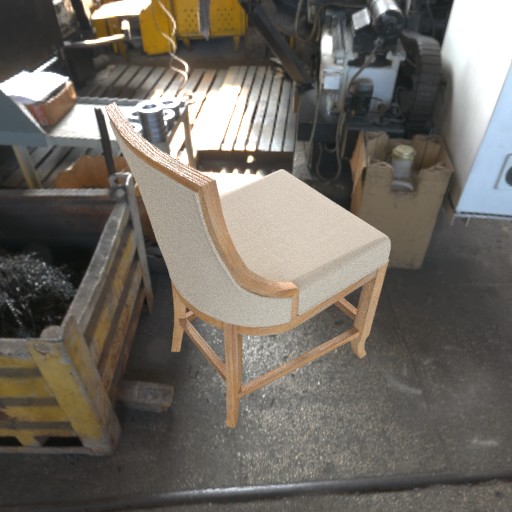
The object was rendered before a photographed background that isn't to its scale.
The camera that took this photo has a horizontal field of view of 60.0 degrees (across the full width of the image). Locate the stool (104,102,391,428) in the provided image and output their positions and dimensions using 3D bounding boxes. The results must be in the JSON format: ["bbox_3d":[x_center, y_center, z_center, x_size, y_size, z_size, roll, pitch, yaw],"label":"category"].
[{"bbox_3d":[0.000,0.000,1.344,0.626,0.938,0.524,-26,48,-27],"label":"stool"}]
